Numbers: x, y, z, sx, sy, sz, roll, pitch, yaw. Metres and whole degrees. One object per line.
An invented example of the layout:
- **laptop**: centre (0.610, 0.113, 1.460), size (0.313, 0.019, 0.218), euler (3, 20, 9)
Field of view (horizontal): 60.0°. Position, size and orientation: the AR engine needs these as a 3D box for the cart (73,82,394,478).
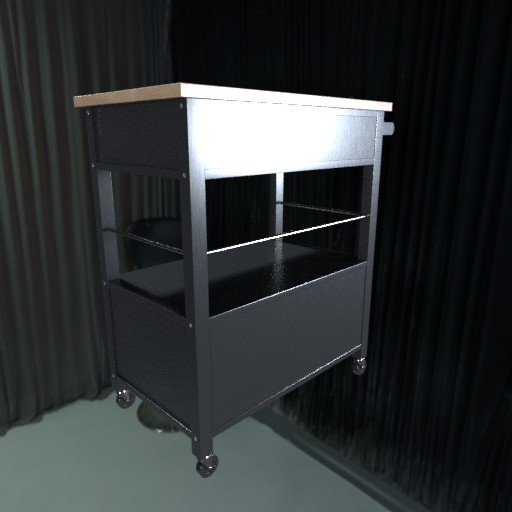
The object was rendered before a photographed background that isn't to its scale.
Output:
- **cart**: centre (0.000, 0.000, 1.360), size (0.840, 0.901, 0.459), euler (-15, 21, -43)
